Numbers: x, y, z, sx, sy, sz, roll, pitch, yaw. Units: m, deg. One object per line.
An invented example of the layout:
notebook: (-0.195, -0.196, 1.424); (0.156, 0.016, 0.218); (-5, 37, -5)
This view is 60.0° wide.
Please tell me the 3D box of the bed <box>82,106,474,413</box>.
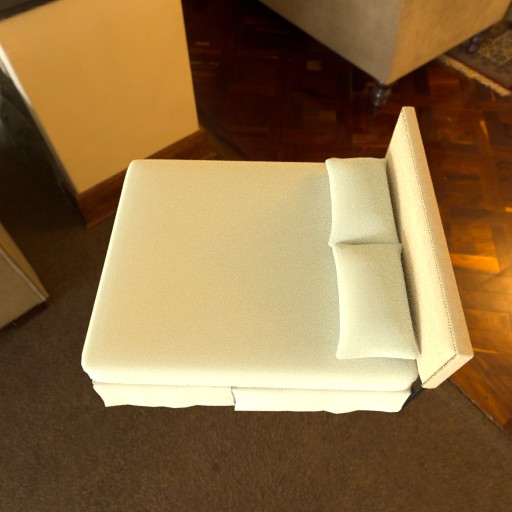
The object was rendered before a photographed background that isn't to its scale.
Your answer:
bed: (0.000, 0.000, 2.719); (1.876, 1.016, 1.616); (1, 58, 1)
